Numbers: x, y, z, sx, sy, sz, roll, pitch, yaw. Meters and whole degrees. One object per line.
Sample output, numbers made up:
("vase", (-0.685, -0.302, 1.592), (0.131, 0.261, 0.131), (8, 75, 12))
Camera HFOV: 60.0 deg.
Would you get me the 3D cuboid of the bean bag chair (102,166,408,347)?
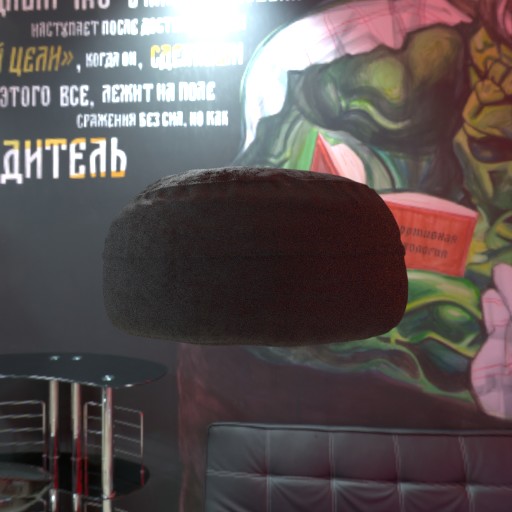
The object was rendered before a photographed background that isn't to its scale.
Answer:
("bean bag chair", (0.000, 0.000, 2.347), (1.525, 0.751, 1.525), (0, -1, 0))
